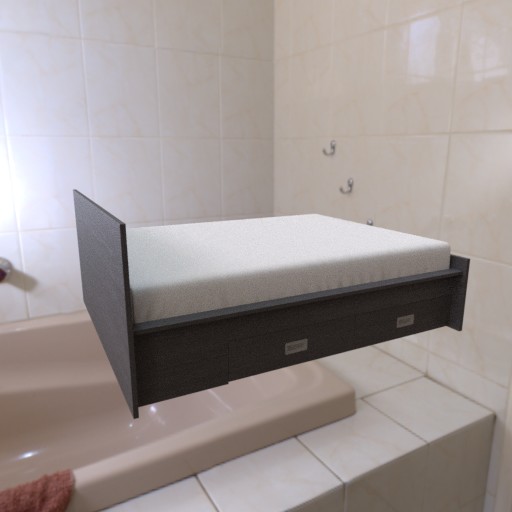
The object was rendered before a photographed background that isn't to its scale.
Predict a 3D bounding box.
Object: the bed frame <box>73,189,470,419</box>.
[{"bbox_3d":[0.000,0.000,2.843,1.960,0.800,1.622,-7,15,-27],"label":"bed frame"}]
